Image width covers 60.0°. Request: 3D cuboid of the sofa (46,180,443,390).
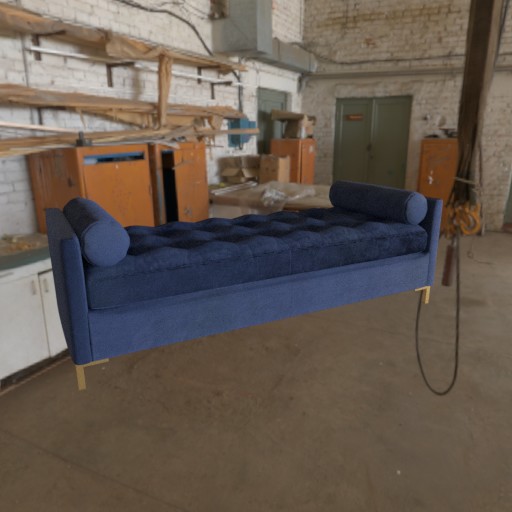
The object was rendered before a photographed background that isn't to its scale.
[{"bbox_3d":[0.000,0.000,2.526,2.102,0.705,0.796,-8,18,-27],"label":"sofa"}]
